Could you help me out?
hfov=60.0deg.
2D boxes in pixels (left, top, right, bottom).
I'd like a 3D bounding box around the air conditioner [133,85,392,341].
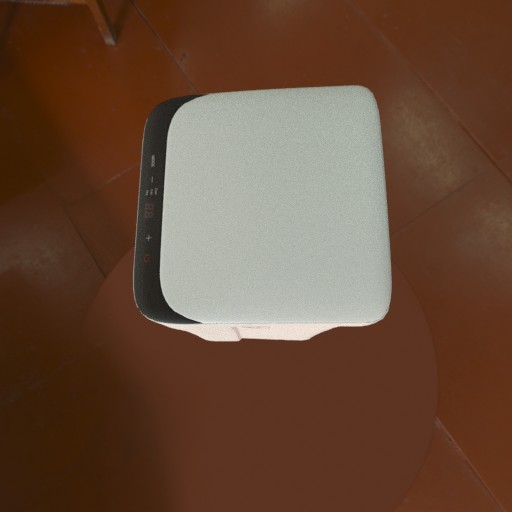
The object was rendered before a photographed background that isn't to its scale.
[{"bbox_3d":[0.000,0.000,0.949,0.369,0.716,0.352,0,76,0],"label":"air conditioner"}]
